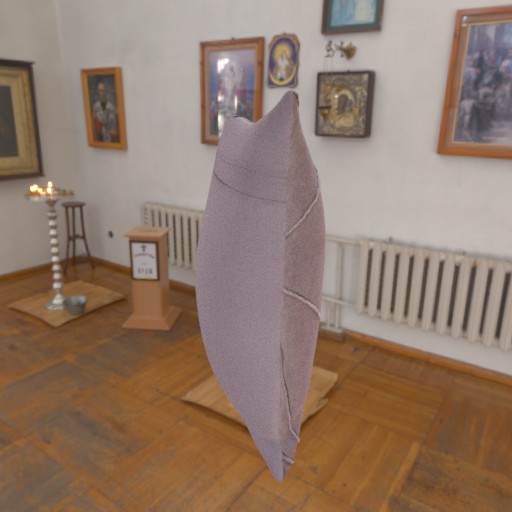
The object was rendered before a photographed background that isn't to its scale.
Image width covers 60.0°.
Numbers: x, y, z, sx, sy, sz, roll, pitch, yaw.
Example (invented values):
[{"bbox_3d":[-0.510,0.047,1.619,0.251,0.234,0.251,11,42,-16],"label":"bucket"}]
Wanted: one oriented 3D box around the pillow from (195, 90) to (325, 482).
[{"bbox_3d":[0.000,0.000,0.675,0.185,0.440,0.439,-3,16,-10],"label":"pillow"}]
